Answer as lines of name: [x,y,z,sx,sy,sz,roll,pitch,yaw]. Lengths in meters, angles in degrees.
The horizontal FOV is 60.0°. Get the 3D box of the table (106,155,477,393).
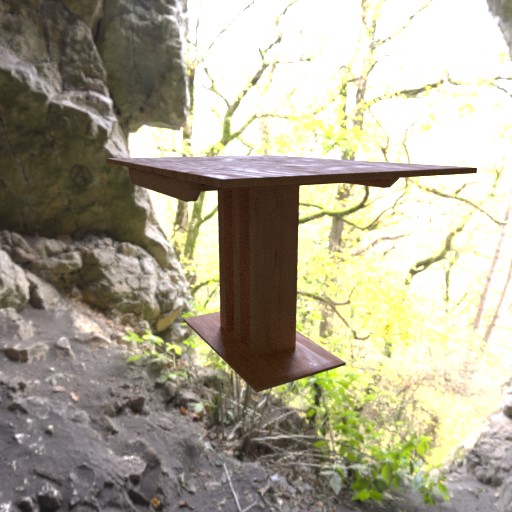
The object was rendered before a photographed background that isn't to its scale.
table: [0.000,0.000,1.852,0.900,0.770,1.300,-8,17,-28]
